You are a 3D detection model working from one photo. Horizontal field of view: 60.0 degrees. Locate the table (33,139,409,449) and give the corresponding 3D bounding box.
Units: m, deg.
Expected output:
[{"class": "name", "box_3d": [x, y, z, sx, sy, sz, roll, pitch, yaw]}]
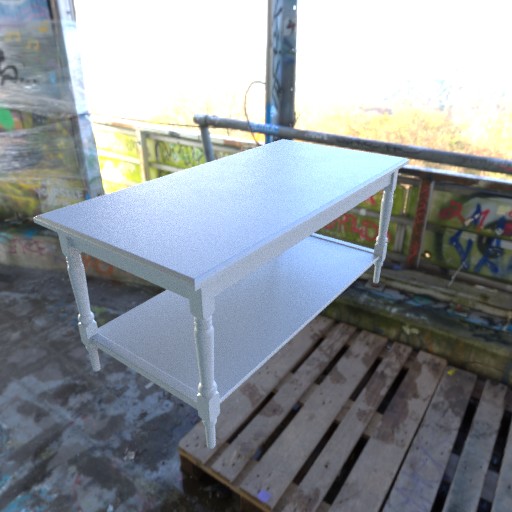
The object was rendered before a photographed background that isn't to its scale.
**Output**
[{"class": "table", "box_3d": [0.000, 0.000, 1.458, 0.551, 0.506, 1.109, 19, 32, 32]}]
